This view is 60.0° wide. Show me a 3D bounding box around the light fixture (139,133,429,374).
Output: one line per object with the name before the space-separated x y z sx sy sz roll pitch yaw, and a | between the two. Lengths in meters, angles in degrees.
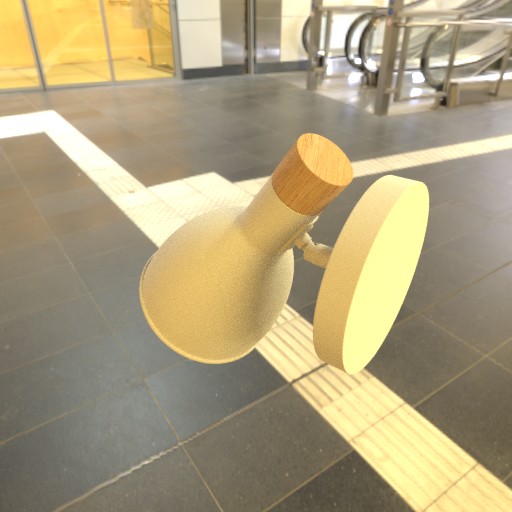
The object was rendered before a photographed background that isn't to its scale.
light fixture | 0.000 0.000 0.339 0.209 0.199 0.127 21 37 30
